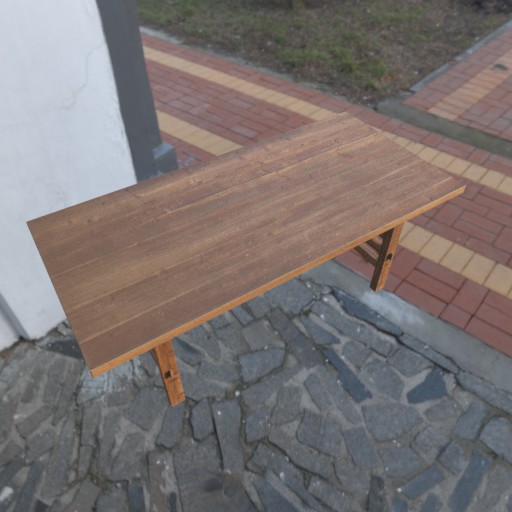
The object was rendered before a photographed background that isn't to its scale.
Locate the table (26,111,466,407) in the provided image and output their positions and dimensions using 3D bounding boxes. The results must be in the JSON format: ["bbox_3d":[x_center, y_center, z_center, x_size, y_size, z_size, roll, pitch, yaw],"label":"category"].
[{"bbox_3d":[0.000,0.000,2.489,2.003,0.760,0.952,-25,51,-22],"label":"table"}]
